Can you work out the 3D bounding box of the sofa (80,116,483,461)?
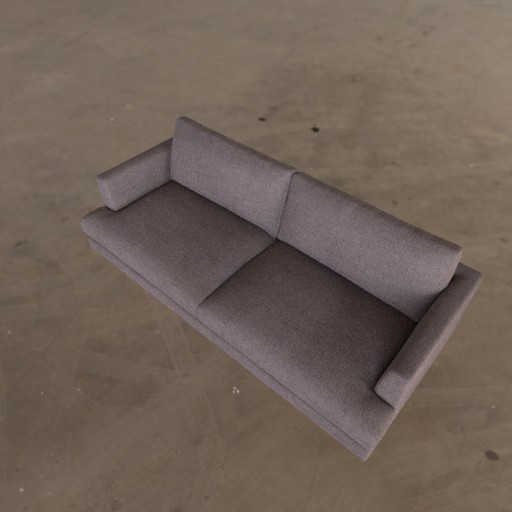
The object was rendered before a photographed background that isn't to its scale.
[{"bbox_3d":[0.000,0.000,2.674,2.250,0.868,1.020,32,53,28],"label":"sofa"}]
